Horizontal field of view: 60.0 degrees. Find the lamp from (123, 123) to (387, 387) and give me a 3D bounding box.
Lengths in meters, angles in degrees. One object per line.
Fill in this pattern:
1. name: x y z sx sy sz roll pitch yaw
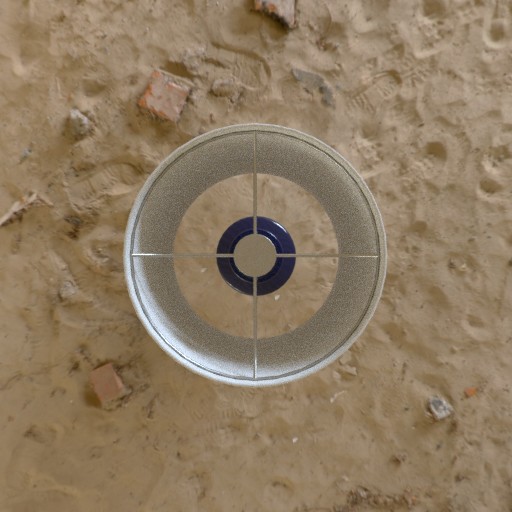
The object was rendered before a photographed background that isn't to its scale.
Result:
1. lamp: 0.000 0.000 0.601 0.212 0.493 0.212 0 90 0
